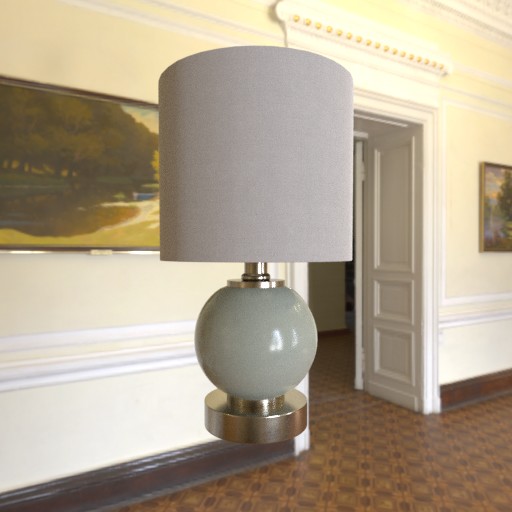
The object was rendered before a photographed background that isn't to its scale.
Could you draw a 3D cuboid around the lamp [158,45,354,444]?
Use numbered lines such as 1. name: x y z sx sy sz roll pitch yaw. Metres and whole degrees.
1. lamp: 0.000 0.000 0.469 0.201 0.353 0.201 0 1 -18
